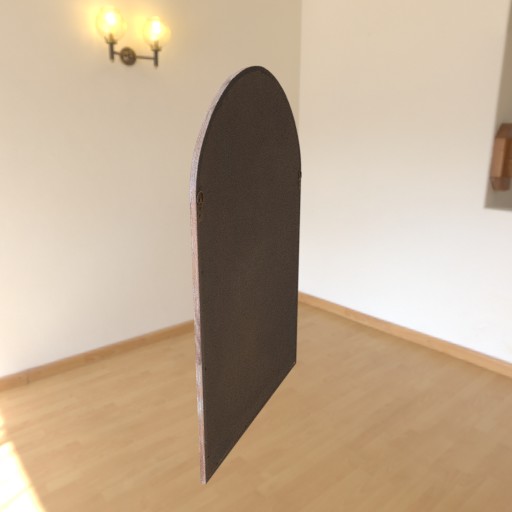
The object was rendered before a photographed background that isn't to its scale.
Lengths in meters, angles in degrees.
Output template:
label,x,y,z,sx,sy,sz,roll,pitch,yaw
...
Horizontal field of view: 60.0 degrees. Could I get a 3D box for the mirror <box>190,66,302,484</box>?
label,x,y,z,sx,sy,sz,roll,pitch,yaw
mirror,0.000,0.000,1.155,0.032,0.915,0.609,7,17,24
